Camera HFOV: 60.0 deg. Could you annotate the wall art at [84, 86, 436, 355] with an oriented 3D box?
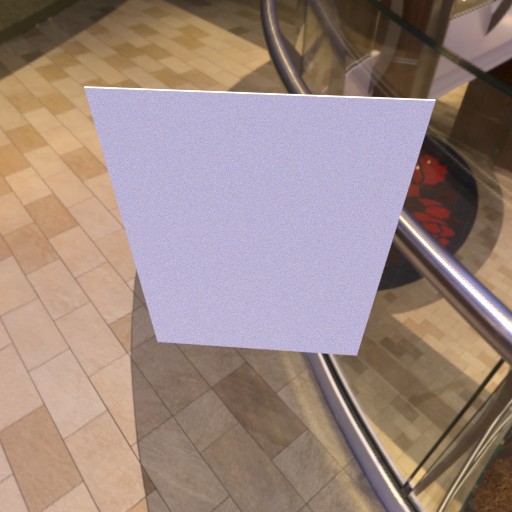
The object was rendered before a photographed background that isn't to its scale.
[{"bbox_3d":[0.000,0.000,0.795,0.457,0.610,0.003,3,46,3],"label":"wall art"}]
